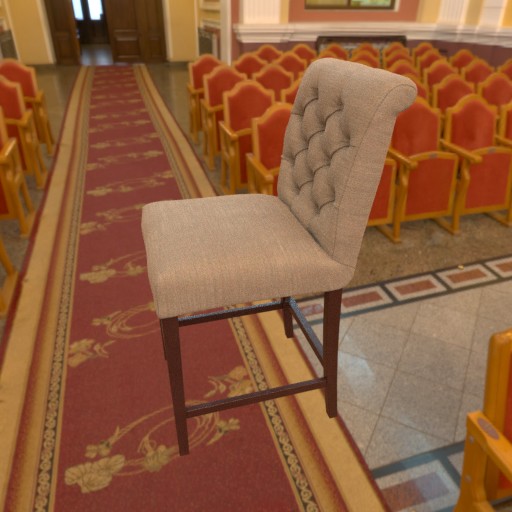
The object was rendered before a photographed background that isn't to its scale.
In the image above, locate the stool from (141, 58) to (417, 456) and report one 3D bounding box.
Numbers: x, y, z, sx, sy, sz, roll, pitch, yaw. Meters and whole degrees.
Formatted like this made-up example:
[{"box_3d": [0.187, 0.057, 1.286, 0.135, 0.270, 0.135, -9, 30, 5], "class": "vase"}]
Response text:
[{"box_3d": [0.000, 0.000, 1.377, 0.660, 1.084, 0.486, -8, 31, -14], "class": "stool"}]
